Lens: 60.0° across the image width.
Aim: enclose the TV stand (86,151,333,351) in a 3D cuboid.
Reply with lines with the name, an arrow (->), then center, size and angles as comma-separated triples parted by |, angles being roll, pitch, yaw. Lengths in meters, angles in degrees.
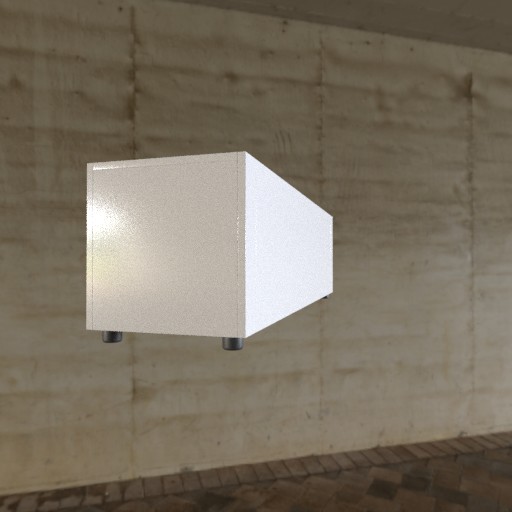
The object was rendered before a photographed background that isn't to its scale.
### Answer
TV stand -> 0.000, 0.000, 1.744 | 0.410, 0.440, 1.500 | 0, -1, 17
